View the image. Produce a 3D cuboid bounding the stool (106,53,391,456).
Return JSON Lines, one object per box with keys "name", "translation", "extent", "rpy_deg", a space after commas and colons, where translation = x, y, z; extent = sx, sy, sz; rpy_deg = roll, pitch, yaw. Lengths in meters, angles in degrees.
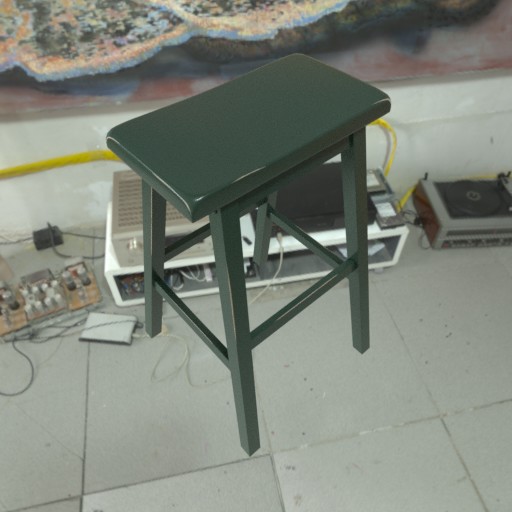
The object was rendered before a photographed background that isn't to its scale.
{"name": "stool", "translation": [0.000, 0.000, 1.026], "extent": [0.457, 0.737, 0.476], "rpy_deg": [-33, 56, -26]}
